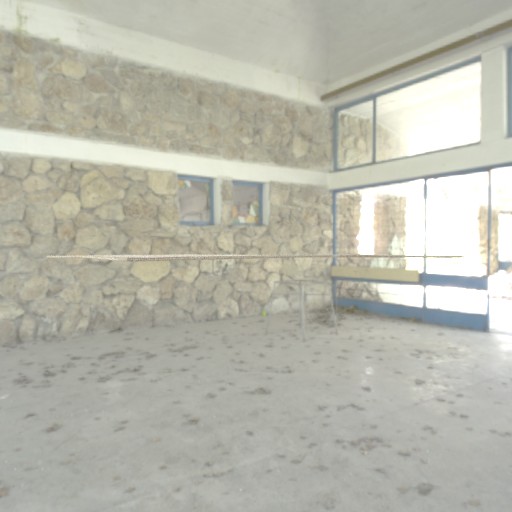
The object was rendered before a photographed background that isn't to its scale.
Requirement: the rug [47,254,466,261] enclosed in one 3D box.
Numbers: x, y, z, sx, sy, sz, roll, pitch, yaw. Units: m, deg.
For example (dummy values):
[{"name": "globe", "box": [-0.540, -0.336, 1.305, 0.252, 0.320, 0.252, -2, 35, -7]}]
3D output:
[{"name": "rug", "box": [0.000, 0.000, 2.936, 2.283, 0.030, 1.596, 0, 0, -34]}]
